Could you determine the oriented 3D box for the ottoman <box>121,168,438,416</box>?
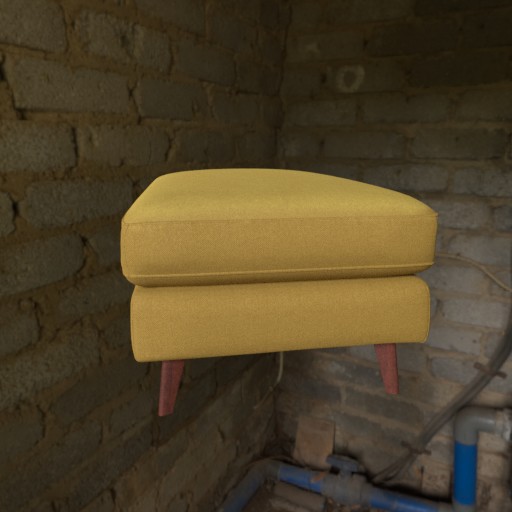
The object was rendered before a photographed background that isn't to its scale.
[{"bbox_3d":[0.000,0.000,1.189,0.608,0.449,0.811,-2,14,-9],"label":"ottoman"}]
